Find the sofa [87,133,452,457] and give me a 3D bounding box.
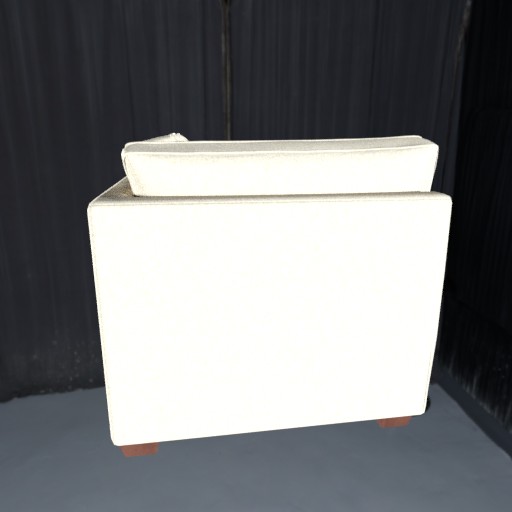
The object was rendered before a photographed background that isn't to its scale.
[{"bbox_3d":[0.000,0.000,1.871,1.084,1.002,1.146,-2,16,-8],"label":"sofa"}]
